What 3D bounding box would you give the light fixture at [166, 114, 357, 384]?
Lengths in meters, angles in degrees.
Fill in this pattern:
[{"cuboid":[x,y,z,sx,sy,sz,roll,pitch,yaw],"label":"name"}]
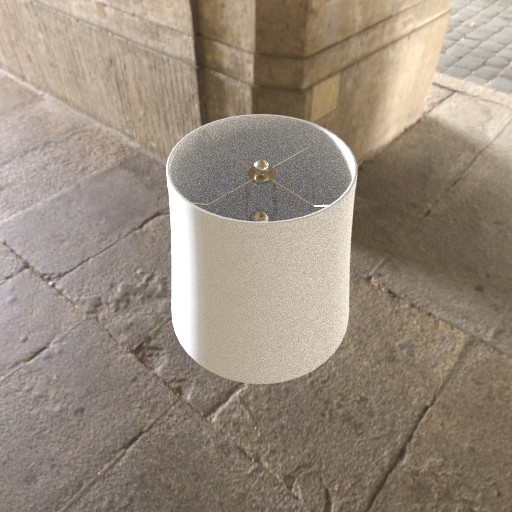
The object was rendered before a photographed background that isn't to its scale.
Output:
[{"cuboid":[0.000,0.000,0.591,0.223,0.381,0.348,-4,46,-3],"label":"light fixture"}]
